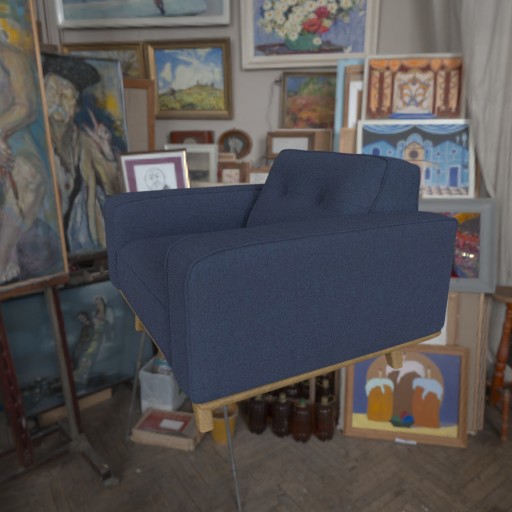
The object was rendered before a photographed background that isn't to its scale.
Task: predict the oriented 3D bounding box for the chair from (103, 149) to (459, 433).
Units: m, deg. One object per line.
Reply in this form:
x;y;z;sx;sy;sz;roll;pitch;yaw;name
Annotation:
0.000;0.000;1.729;0.953;0.783;1.118;-8;18;-27;chair
